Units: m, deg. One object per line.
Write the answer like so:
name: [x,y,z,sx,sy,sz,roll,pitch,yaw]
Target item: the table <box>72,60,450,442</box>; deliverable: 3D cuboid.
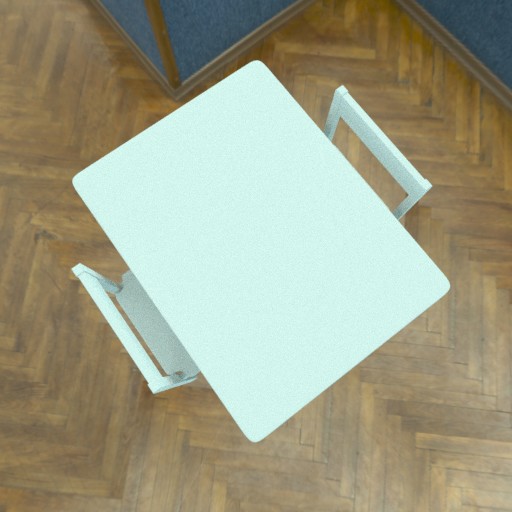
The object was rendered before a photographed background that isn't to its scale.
table: [0.000,0.000,1.110,0.672,0.503,0.650,-36,79,-8]
